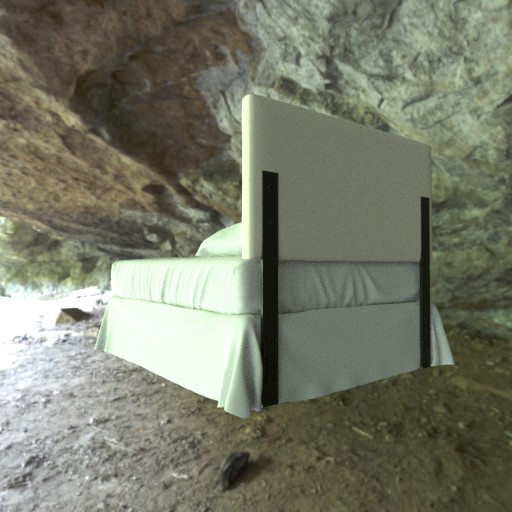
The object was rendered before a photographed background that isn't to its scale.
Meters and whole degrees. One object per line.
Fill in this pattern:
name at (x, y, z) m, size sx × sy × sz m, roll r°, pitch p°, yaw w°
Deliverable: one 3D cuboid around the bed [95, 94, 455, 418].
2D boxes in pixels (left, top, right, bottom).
bed at (0.000, 0.000, 3.483) m, size 1.936 × 1.577 × 2.222 m, roll 1°, pitch -2°, yaw -37°
